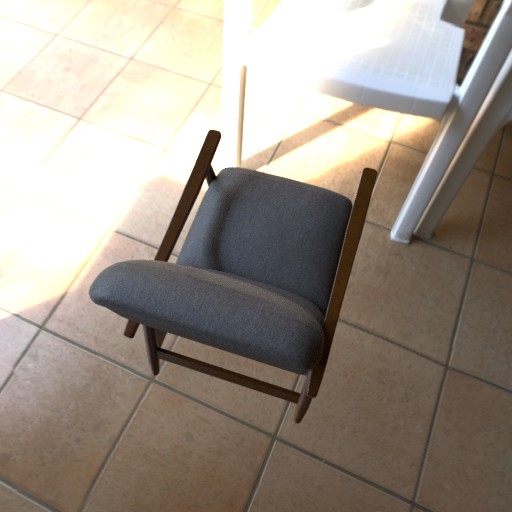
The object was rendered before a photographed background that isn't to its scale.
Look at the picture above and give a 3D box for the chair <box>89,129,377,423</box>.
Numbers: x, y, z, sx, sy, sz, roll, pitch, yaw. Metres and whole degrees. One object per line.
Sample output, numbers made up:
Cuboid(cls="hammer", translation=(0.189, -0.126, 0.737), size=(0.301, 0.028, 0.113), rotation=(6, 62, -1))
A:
Cuboid(cls="chair", translation=(0.000, 0.000, 1.788), size=(0.762, 1.081, 1.014), rotation=(16, 64, 8))
